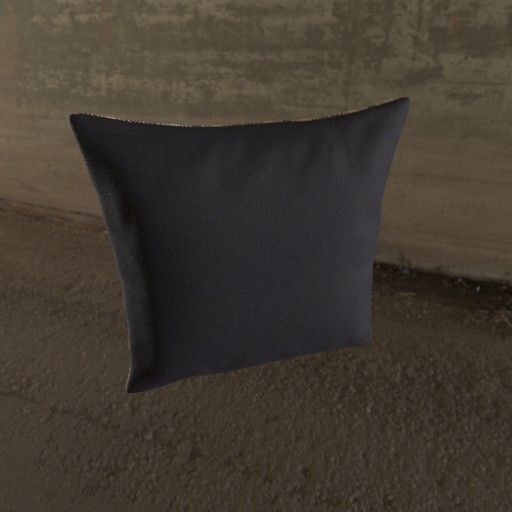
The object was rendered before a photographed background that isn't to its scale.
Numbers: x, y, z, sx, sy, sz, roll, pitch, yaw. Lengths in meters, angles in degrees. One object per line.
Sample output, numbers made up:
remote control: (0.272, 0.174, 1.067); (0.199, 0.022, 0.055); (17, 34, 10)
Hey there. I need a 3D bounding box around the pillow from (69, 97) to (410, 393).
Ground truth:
pillow: (0.000, 0.000, 0.772); (0.520, 0.508, 0.166); (-8, 29, -15)
